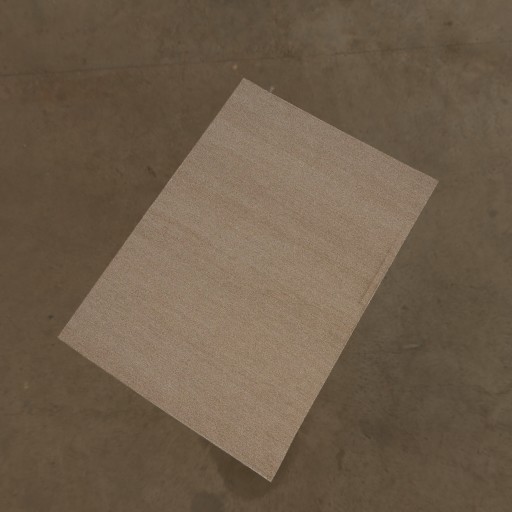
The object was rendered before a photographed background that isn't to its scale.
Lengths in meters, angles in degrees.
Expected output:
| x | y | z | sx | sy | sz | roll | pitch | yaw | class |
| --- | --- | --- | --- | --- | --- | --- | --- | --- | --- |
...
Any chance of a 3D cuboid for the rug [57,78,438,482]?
| x | y | z | sx | sy | sz | roll | pitch | yaw | class |
| --- | --- | --- | --- | --- | --- | --- | --- | --- | --- |
| 0.000 | 0.000 | 3.751 | 2.032 | 0.038 | 2.869 | 31 | 78 | 8 | rug |
